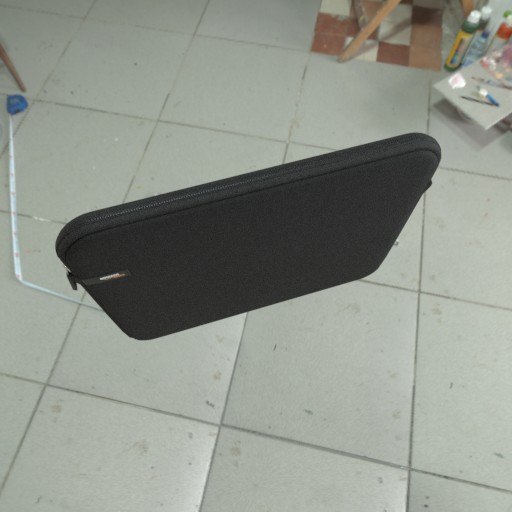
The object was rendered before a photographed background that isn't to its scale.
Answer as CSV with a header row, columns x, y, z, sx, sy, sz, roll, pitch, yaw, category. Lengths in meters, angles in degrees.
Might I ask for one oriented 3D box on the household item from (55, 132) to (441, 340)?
x,y,z,sx,sy,sz,roll,pitch,yaw,category
0.000,0.000,0.528,0.396,0.305,0.030,-15,64,-8,household item
